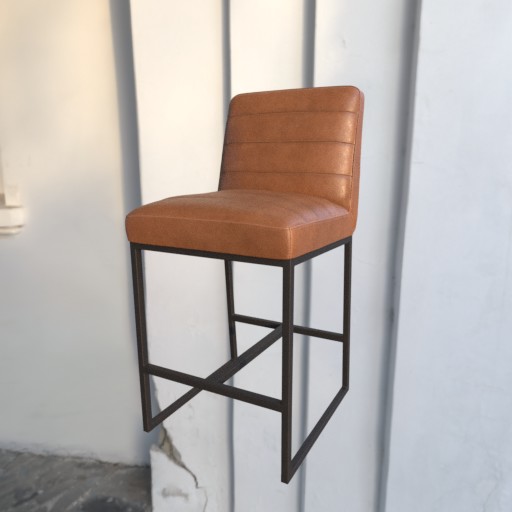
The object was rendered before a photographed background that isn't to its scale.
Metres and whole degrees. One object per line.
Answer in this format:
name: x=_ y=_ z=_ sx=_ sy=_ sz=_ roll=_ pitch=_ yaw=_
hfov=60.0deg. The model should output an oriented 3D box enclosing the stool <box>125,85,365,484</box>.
stool: x=0.000 y=0.000 z=1.242 sx=0.458 sy=0.940 sz=0.556 roll=7 pitch=14 yaw=27
